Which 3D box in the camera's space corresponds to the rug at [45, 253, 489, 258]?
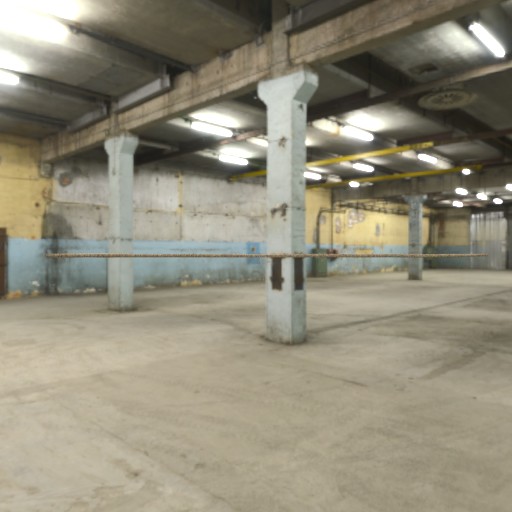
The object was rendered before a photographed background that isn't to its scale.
[{"bbox_3d":[0.000,0.000,2.311,1.822,0.018,1.211,0,0,-17],"label":"rug"}]
